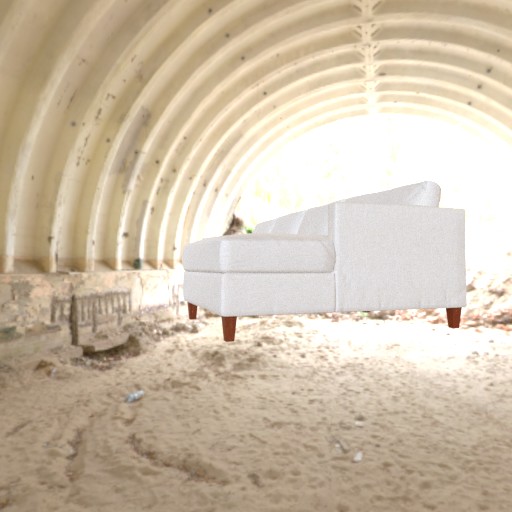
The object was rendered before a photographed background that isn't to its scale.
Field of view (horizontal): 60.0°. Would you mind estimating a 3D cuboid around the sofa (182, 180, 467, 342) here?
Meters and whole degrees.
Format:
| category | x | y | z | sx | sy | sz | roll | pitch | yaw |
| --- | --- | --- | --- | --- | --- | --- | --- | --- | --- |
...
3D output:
| category | x | y | z | sx | sy | sz | roll | pitch | yaw |
| --- | --- | --- | --- | --- | --- | --- | --- | --- | --- |
| sofa | 0.000 | 0.000 | 4.114 | 1.606 | 0.954 | 3.471 | 0 | -1 | -19 |
